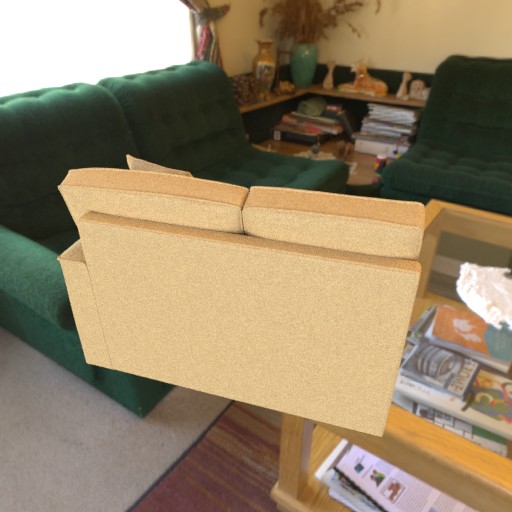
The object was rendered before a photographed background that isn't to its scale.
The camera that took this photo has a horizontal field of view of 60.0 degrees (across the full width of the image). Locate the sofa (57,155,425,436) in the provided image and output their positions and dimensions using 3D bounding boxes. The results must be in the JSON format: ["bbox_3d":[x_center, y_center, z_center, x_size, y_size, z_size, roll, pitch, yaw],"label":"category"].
[{"bbox_3d":[0.000,0.000,2.067,1.388,0.989,0.991,9,32,15],"label":"sofa"}]
